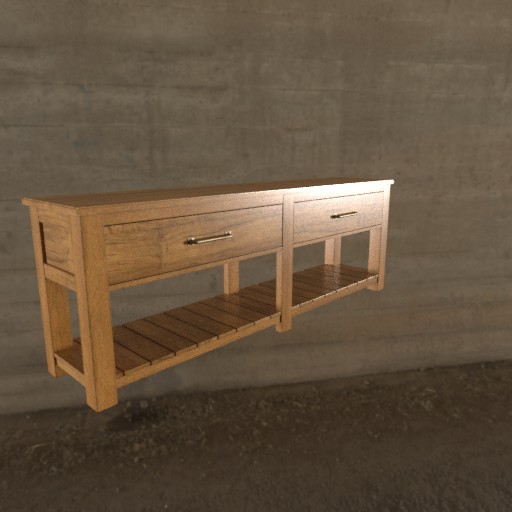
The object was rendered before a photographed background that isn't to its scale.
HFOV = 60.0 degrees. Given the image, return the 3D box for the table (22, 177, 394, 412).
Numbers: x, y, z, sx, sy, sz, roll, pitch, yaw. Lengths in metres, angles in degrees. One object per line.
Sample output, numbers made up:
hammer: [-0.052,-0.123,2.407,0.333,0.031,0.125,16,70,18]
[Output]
table: [0.000,0.000,2.046,0.425,0.635,1.815,12,18,43]
